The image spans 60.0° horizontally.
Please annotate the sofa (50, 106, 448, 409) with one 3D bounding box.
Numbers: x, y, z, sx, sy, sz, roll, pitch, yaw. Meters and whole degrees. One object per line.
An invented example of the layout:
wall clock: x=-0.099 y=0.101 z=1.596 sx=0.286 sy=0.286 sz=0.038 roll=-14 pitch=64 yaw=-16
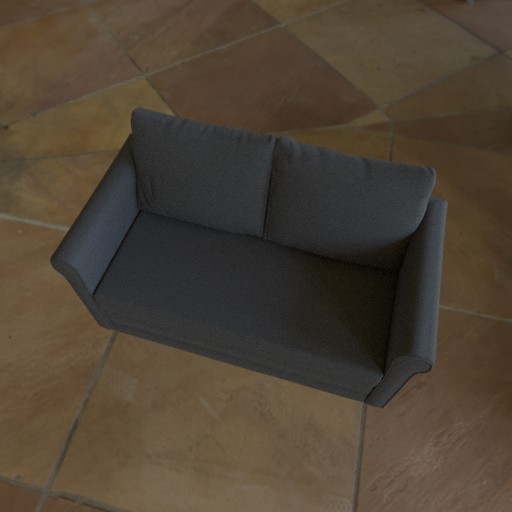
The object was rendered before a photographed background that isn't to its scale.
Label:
sofa: x=0.000 y=0.000 z=1.919 sx=1.460 sy=0.872 sz=0.741 roll=14 pitch=58 yaw=9
